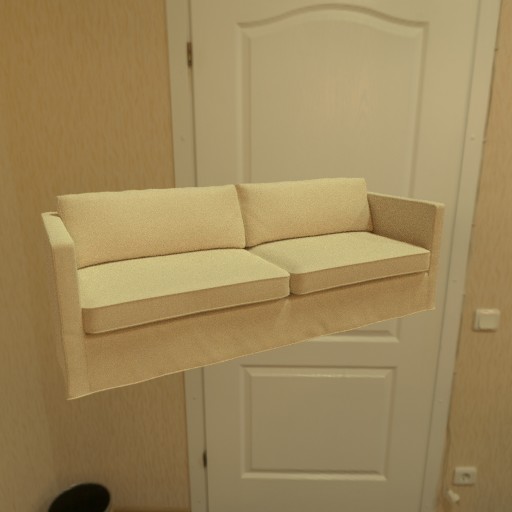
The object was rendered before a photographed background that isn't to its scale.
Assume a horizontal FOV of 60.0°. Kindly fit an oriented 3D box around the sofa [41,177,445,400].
[{"bbox_3d":[0.000,0.000,3.235,2.779,0.999,1.036,-8,17,-27],"label":"sofa"}]
